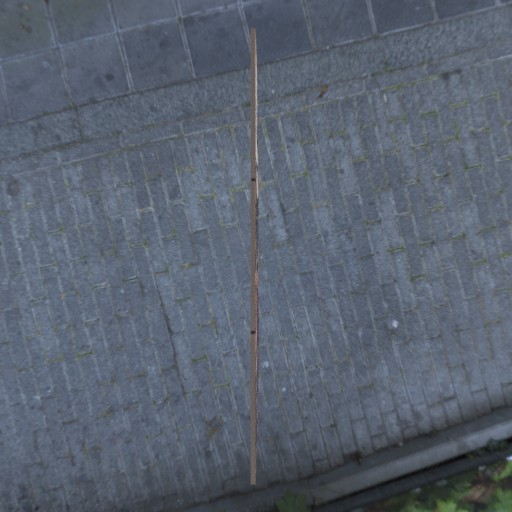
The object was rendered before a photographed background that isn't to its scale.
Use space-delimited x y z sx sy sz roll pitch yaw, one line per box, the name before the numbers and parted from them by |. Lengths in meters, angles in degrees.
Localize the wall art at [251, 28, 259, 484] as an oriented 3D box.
wall art | 0.000 0.000 1.787 0.013 1.216 1.216 0 90 1
